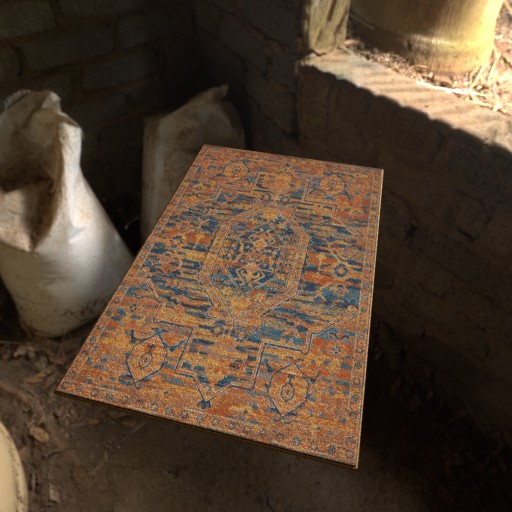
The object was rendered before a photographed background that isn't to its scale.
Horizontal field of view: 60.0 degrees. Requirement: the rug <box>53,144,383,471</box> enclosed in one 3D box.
[{"bbox_3d":[0.000,0.000,1.060,0.557,0.008,0.863,10,47,10],"label":"rug"}]
